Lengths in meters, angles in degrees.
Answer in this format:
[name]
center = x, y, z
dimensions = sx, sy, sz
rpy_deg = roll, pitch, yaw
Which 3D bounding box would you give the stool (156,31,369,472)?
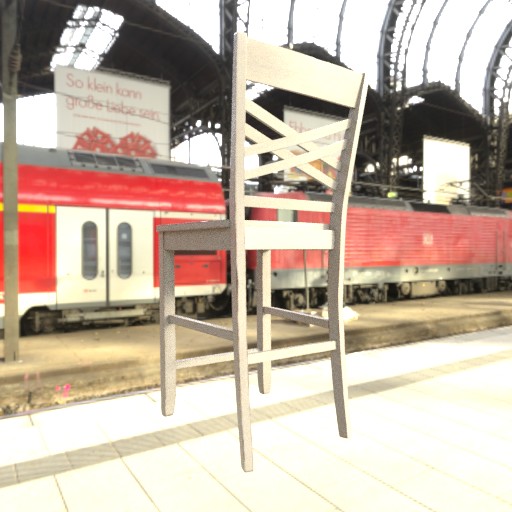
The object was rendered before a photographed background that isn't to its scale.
[stool]
center = 0.000, 0.000, 1.394
dimensions = 0.462, 1.079, 0.539
rpy_deg = -1, 1, -35
